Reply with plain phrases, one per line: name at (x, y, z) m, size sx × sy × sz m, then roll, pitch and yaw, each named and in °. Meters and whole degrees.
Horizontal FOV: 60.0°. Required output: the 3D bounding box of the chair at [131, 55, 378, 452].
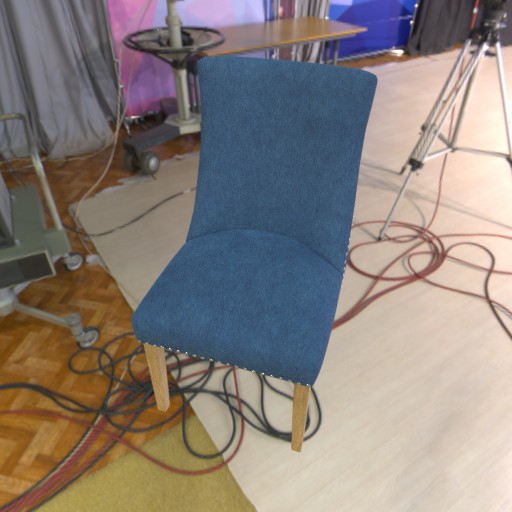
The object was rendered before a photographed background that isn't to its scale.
chair at (0.000, 0.000, 1.248) m, size 0.495 × 0.902 × 0.610 m, roll 11°, pitch 41°, yaw 13°
